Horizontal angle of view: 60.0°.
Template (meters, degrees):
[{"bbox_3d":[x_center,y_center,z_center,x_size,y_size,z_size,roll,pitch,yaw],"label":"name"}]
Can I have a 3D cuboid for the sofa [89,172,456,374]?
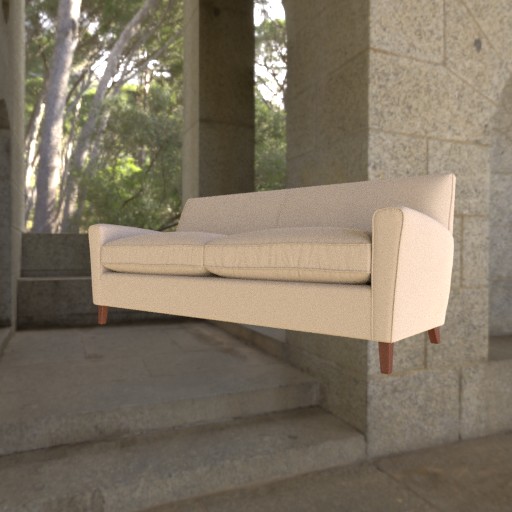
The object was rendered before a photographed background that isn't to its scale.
[{"bbox_3d":[0.000,0.000,2.496,2.000,0.846,0.875,1,1,37],"label":"sofa"}]
